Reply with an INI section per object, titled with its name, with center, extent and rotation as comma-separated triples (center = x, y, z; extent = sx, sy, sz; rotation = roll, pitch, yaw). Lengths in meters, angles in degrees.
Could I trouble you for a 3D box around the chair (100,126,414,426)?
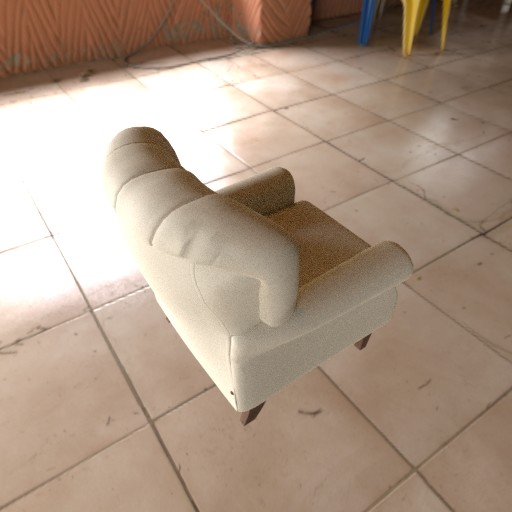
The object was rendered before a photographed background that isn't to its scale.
[chair]
center = 0.000, 0.000, 2.037
extent = 1.132, 1.169, 1.035
rotation = -25, 47, -26
